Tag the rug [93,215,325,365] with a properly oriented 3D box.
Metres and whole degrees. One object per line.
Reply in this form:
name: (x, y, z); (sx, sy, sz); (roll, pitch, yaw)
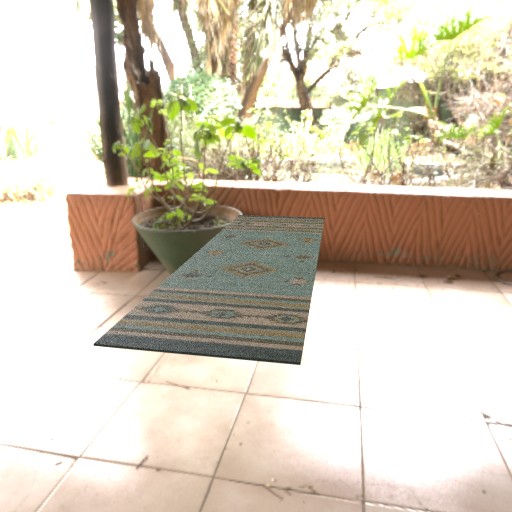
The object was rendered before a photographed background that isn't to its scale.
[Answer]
rug: (0.000, 0.000, 2.679); (0.744, 0.010, 2.441); (3, 17, 10)
